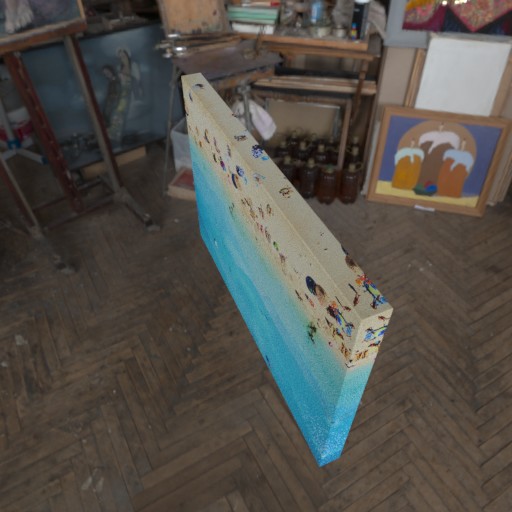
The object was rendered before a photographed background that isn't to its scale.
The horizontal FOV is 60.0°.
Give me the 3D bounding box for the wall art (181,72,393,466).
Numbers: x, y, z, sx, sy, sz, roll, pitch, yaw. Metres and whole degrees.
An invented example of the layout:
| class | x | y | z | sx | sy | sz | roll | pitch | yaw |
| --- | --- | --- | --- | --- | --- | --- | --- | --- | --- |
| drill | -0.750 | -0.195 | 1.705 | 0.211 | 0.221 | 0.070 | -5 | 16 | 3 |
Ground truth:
| class | x | y | z | sx | sy | sz | roll | pitch | yaw |
| --- | --- | --- | --- | --- | --- | --- | --- | --- | --- |
| wall art | 0.000 | 0.000 | 0.783 | 0.039 | 0.406 | 0.609 | -17 | 48 | -16 |
